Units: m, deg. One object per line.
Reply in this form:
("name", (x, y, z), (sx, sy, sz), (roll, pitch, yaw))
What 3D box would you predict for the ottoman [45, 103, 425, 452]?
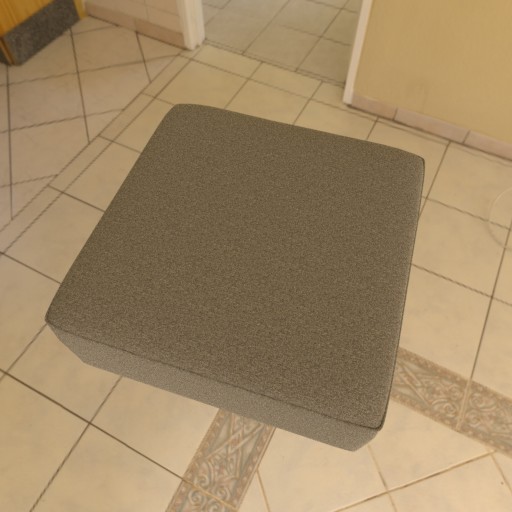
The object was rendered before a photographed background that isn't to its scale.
("ottoman", (0.000, 0.000, 1.591), (1.005, 0.464, 1.015), (15, 60, 9))
